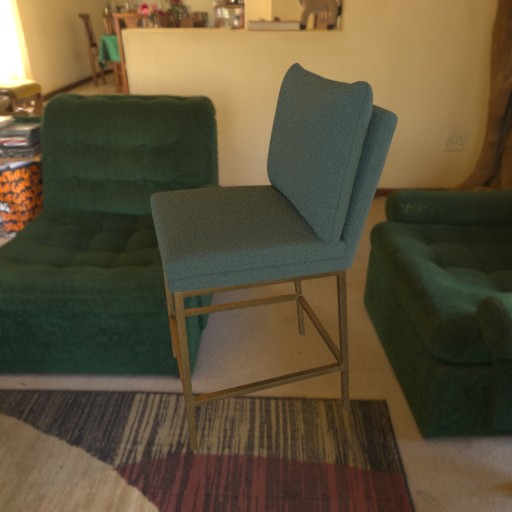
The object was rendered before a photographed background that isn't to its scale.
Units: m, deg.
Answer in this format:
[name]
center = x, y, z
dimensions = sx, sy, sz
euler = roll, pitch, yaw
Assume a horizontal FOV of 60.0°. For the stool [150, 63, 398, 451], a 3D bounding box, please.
[stool]
center = 0.000, 0.000, 1.340
dimensions = 0.568, 1.032, 0.463
euler = -8, 31, -14
